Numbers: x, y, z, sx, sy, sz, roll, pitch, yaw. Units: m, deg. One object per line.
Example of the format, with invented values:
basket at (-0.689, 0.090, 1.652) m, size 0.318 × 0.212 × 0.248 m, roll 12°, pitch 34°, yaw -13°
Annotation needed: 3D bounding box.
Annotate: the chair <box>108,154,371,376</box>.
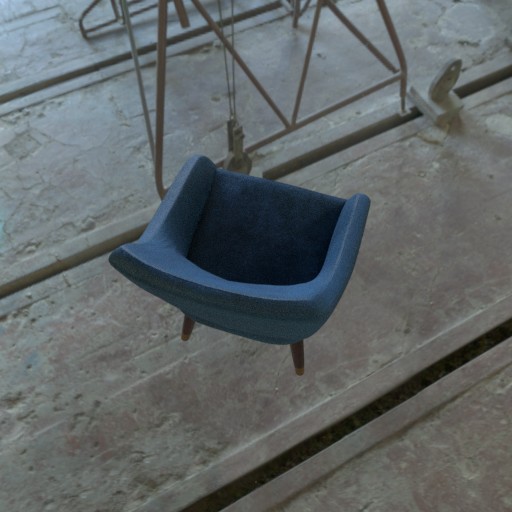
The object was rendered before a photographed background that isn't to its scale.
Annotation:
chair at (0.000, 0.000, 1.576) m, size 0.683 × 1.081 × 0.794 m, roll 15°, pitch 64°, yaw 8°
